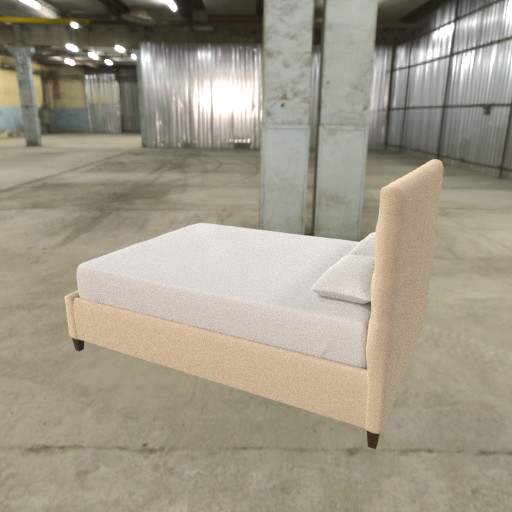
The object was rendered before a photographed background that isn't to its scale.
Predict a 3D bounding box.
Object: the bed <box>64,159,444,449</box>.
[{"bbox_3d":[0.000,0.000,3.411,2.387,1.427,1.698,9,19,27],"label":"bed"}]
